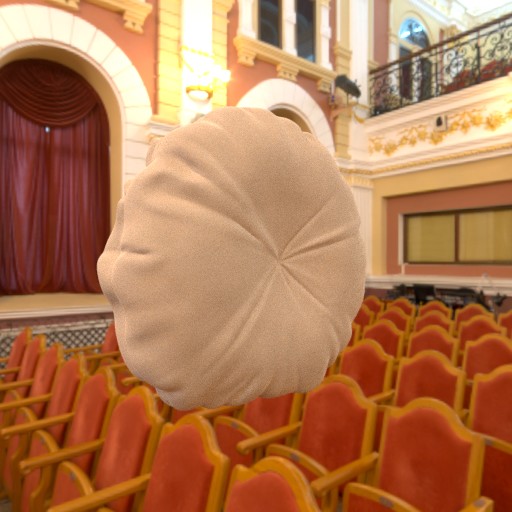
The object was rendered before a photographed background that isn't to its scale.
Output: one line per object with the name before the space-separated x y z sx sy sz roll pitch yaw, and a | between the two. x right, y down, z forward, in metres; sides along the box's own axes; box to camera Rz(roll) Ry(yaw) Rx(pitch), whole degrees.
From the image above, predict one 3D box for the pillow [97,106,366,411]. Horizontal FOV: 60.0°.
pillow | 0.000 0.000 0.631 0.428 0.407 0.148 1 -1 -38
